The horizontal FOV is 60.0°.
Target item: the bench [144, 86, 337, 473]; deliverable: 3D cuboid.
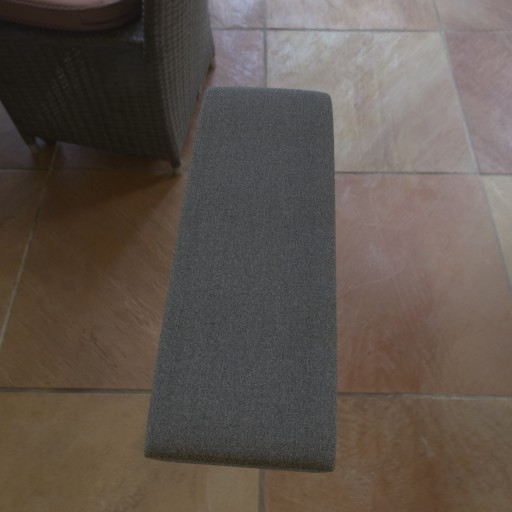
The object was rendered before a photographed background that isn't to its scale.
[{"bbox_3d":[0.000,0.000,1.849,0.631,0.384,1.598,4,63,2],"label":"bench"}]
